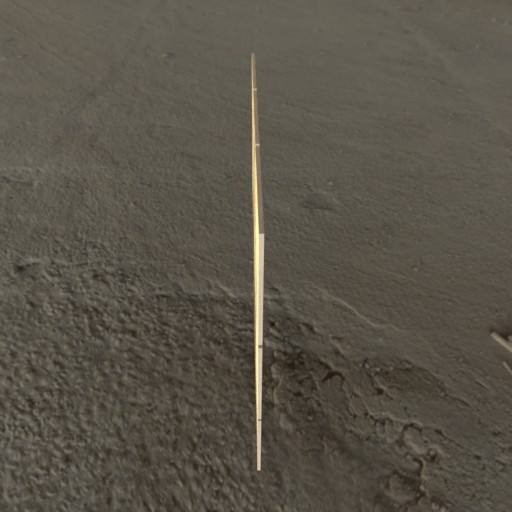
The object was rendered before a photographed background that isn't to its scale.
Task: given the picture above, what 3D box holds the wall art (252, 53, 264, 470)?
[{"bbox_3d":[0.000,0.000,1.828,0.013,1.218,1.219,-1,42,-1],"label":"wall art"}]
